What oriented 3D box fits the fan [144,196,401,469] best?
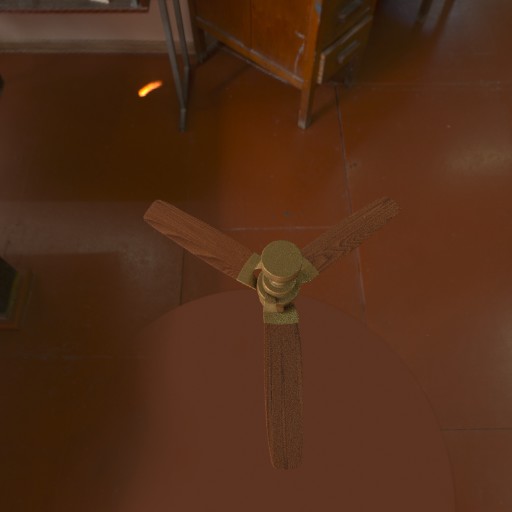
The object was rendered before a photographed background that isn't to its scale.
[{"bbox_3d":[0.000,0.000,2.076,1.271,0.425,1.416,31,68,14],"label":"fan"}]
